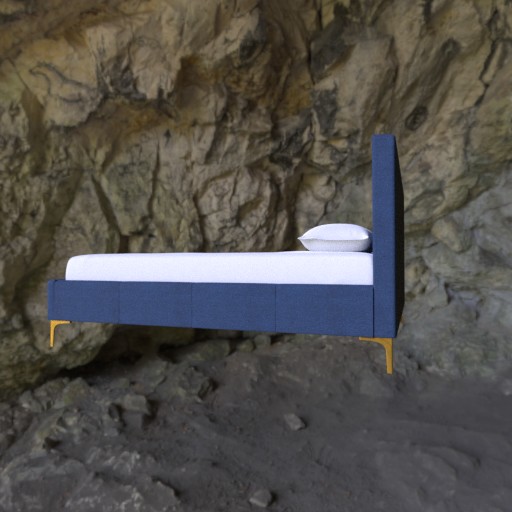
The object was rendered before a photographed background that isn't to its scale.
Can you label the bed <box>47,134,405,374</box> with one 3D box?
[{"bbox_3d":[0.000,0.000,3.575,2.232,1.231,2.096,0,-1,20],"label":"bed"}]
